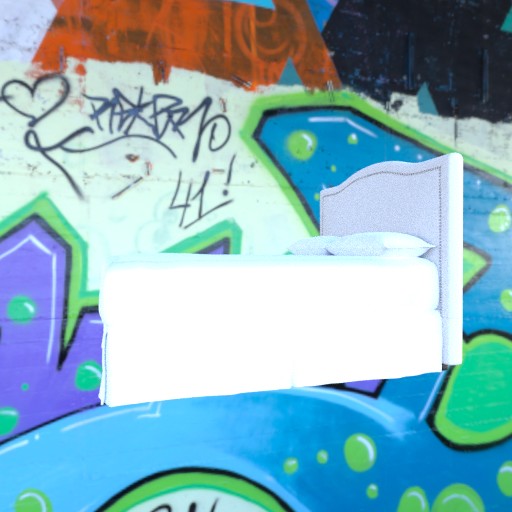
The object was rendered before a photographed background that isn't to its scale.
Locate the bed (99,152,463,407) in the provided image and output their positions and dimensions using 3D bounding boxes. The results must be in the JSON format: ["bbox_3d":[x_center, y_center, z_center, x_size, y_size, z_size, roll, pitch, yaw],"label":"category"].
[{"bbox_3d":[0.000,0.000,3.226,2.143,1.460,1.753,0,1,-19],"label":"bed"}]
